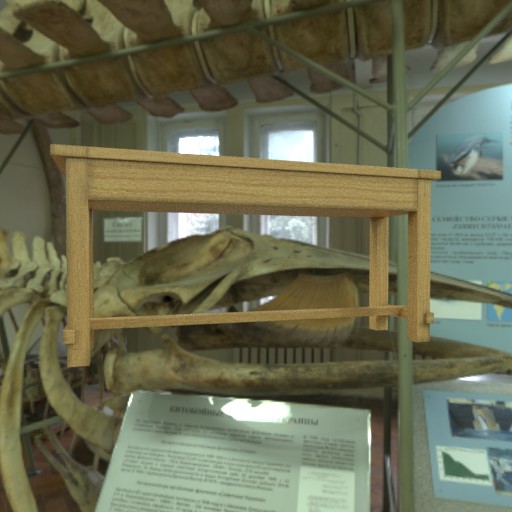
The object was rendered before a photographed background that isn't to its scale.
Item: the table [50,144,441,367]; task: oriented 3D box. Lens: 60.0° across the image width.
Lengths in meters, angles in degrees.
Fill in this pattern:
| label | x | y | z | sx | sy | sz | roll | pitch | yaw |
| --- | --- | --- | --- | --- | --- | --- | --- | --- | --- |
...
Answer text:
| label | x | y | z | sx | sy | sz | roll | pitch | yaw |
| --- | --- | --- | --- | --- | --- | --- | --- | --- | --- |
| table | 0.000 | 0.000 | 1.949 | 1.599 | 0.762 | 0.442 | 0 | 0 | -18 |
